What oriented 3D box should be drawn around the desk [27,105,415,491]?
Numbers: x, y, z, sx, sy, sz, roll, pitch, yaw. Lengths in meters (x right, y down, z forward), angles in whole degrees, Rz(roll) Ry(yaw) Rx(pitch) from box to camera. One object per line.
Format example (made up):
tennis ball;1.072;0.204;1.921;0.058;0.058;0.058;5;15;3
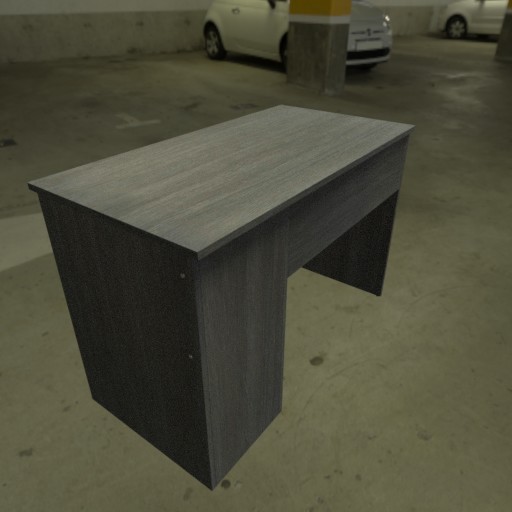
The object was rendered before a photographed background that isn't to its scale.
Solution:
desk;0.000;0.000;1.486;0.560;0.730;1.096;21;36;31
